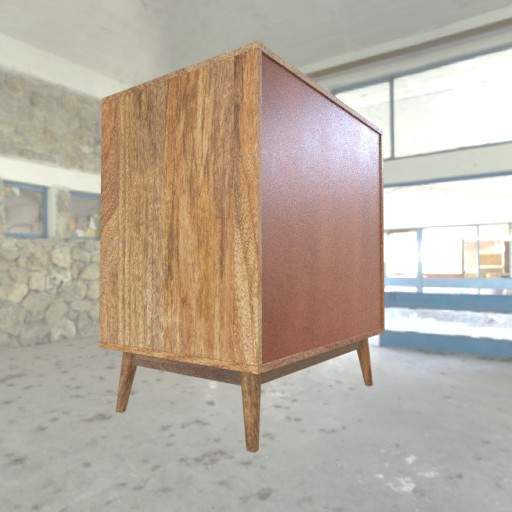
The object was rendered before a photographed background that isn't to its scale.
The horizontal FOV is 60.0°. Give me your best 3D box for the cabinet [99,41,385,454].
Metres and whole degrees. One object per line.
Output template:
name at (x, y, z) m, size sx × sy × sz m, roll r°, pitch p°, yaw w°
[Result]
cabinet at (0.000, 0.000, 1.192) m, size 0.473 × 0.758 × 0.647 m, roll -1°, pitch -2°, yaw 36°
